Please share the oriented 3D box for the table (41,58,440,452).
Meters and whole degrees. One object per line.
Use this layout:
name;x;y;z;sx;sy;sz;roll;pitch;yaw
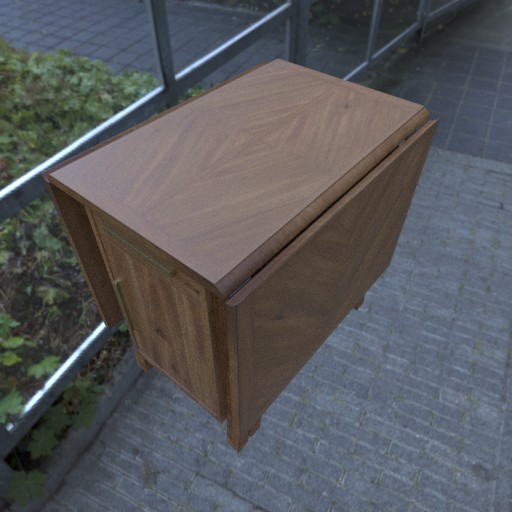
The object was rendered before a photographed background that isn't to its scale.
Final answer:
table;0.000;0.000;1.627;0.701;0.981;0.967;31;53;27
